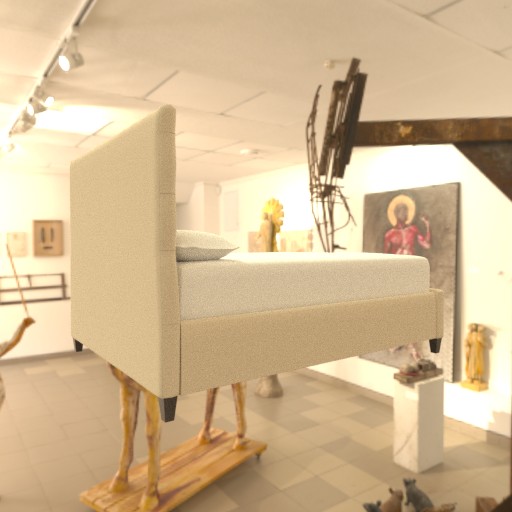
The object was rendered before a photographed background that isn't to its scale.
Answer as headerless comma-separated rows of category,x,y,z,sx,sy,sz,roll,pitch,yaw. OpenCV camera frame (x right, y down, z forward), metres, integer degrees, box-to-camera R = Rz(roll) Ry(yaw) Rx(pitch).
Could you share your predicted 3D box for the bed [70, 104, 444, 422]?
bed,0.000,0.000,3.276,2.233,1.426,1.696,-1,2,-36
